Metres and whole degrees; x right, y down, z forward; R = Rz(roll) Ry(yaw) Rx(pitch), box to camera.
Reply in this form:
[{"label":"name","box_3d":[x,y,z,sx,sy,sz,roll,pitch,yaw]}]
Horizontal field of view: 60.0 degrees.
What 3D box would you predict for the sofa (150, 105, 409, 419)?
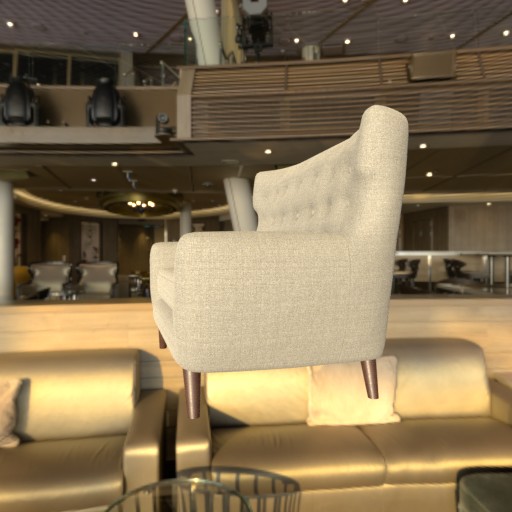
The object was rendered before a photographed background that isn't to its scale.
[{"label":"sofa","box_3d":[0.000,0.000,2.047,0.884,1.028,1.386,0,0,-17]}]
